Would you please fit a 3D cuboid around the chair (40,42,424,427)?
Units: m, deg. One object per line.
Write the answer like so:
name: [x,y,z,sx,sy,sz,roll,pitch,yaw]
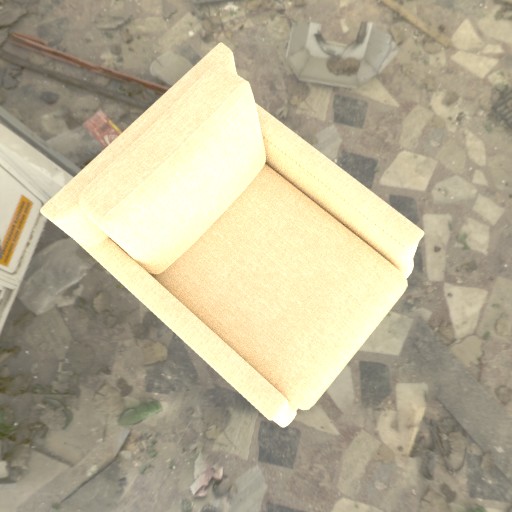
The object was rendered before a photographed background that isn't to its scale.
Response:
chair: [0.000,0.000,1.735,1.041,0.940,0.838,40,78,10]
